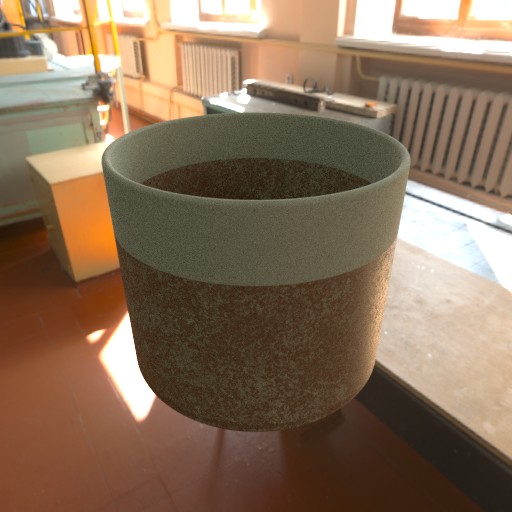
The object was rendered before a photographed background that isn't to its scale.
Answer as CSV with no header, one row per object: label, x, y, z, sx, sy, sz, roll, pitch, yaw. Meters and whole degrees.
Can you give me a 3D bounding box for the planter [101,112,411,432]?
planter,0.000,0.000,0.271,0.159,0.138,0.159,0,30,0
